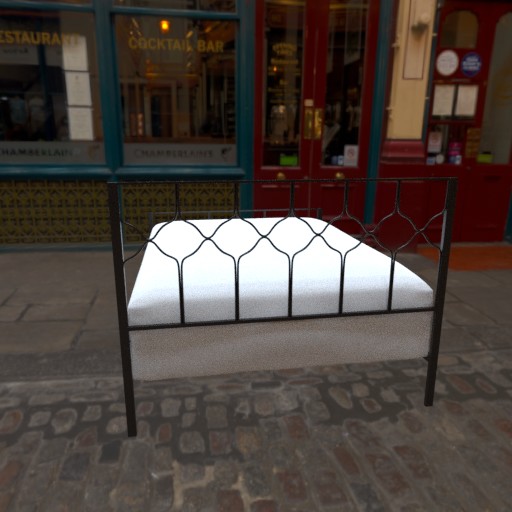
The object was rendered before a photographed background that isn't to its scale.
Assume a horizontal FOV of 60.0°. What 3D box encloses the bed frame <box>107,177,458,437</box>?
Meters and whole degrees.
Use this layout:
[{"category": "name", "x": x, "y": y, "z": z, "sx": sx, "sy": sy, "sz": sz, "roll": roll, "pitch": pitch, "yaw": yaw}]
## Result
[{"category": "bed frame", "x": 0.000, "y": 0.000, "z": 3.104, "sx": 1.597, "sy": 1.222, "sz": 2.063, "roll": -2, "pitch": 15, "yaw": -9}]
